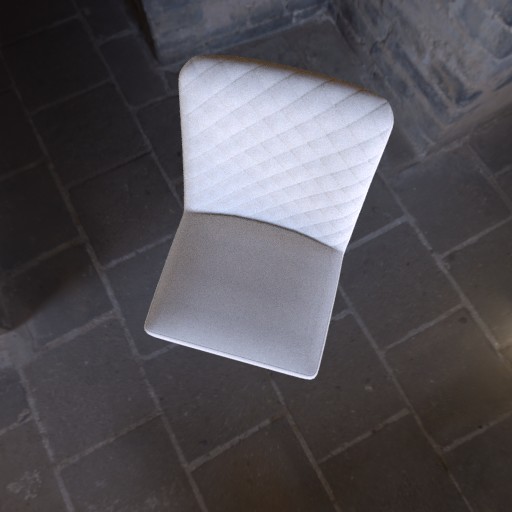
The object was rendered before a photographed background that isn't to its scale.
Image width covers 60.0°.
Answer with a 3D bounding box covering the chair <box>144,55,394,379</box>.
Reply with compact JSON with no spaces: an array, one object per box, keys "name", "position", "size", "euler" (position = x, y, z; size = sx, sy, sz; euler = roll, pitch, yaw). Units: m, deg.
[{"name":"chair","position":[0.000,0.000,1.295],"size":[0.503,0.933,0.597],"euler":[15,75,4]}]
